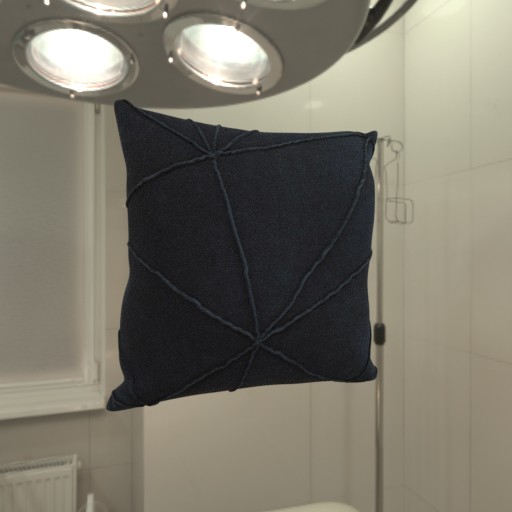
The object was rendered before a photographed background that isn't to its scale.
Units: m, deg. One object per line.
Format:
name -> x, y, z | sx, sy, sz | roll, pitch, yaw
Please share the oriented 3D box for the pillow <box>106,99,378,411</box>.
pillow -> 0.000, 0.000, 0.685 | 0.439, 0.440, 0.183 | 0, 0, -18
